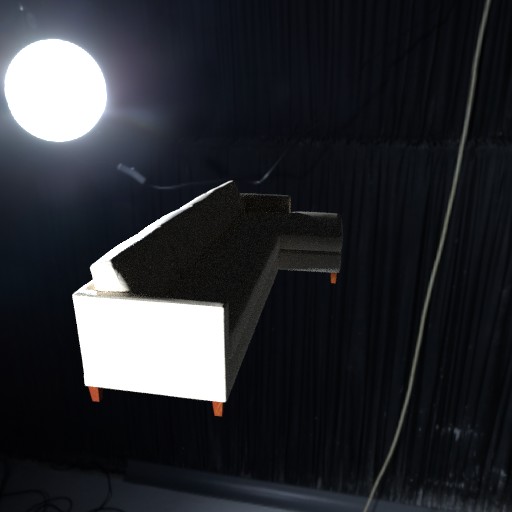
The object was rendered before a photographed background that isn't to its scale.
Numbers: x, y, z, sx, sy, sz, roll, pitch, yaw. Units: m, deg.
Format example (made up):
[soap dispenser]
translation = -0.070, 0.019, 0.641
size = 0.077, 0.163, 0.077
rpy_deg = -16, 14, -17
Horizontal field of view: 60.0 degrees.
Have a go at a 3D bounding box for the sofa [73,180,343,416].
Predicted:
[sofa]
translation = 0.000, 0.000, 4.132
size = 1.603, 0.954, 3.471
rpy_deg = 3, 18, 10
